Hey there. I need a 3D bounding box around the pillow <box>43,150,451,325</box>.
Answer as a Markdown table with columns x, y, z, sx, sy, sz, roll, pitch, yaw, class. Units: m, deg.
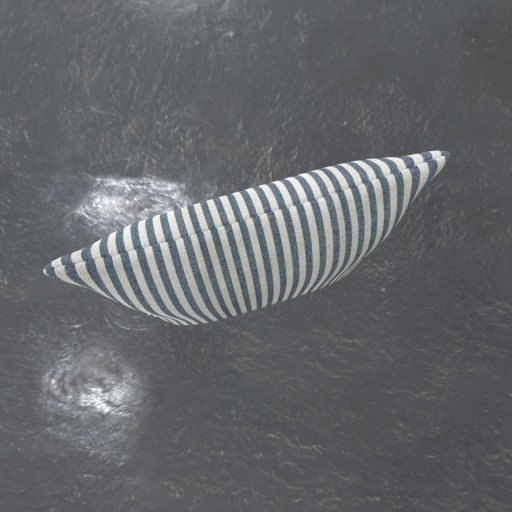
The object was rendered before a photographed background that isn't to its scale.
| x | y | z | sx | sy | sz | roll | pitch | yaw | class |
| --- | --- | --- | --- | --- | --- | --- | --- | --- | --- |
| 0.000 | 0.000 | 0.782 | 0.523 | 0.510 | 0.166 | -17 | 77 | -4 | pillow |
